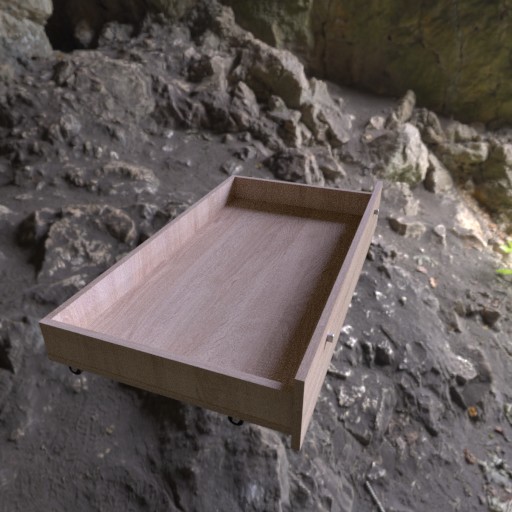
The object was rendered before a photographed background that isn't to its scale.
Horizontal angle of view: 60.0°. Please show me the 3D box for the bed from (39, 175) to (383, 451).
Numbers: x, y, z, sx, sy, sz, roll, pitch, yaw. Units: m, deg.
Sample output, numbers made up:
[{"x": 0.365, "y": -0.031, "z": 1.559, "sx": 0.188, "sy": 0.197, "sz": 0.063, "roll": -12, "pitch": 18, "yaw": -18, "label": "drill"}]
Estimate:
[{"x": 0.000, "y": 0.000, "z": 1.482, "sx": 0.685, "sy": 0.209, "sz": 1.200, "roll": 11, "pitch": 31, "yaw": 18, "label": "bed"}]
